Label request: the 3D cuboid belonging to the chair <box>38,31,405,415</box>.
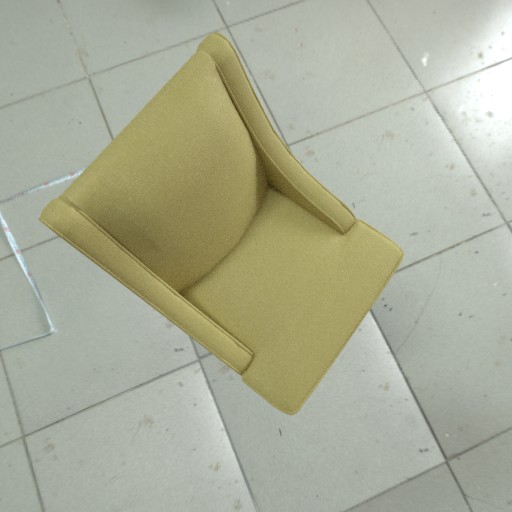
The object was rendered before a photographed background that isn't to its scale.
[{"bbox_3d":[0.000,0.000,1.473,0.814,0.896,0.696,36,77,9],"label":"chair"}]
